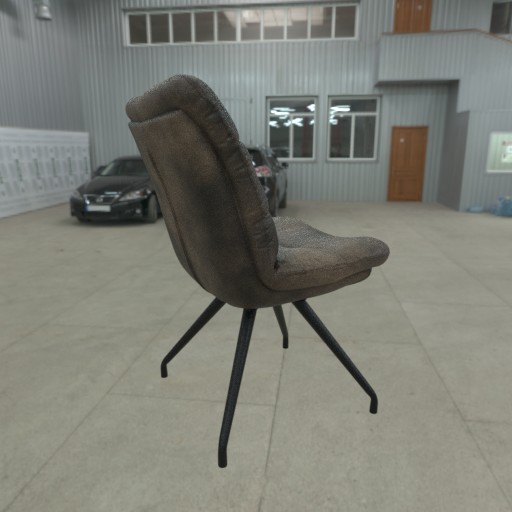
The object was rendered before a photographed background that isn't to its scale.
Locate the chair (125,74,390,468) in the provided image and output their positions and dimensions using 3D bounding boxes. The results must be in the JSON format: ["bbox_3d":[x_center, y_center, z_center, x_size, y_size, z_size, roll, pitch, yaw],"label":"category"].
[{"bbox_3d":[0.000,0.000,1.253,0.622,0.870,0.549,-7,15,-27],"label":"chair"}]
